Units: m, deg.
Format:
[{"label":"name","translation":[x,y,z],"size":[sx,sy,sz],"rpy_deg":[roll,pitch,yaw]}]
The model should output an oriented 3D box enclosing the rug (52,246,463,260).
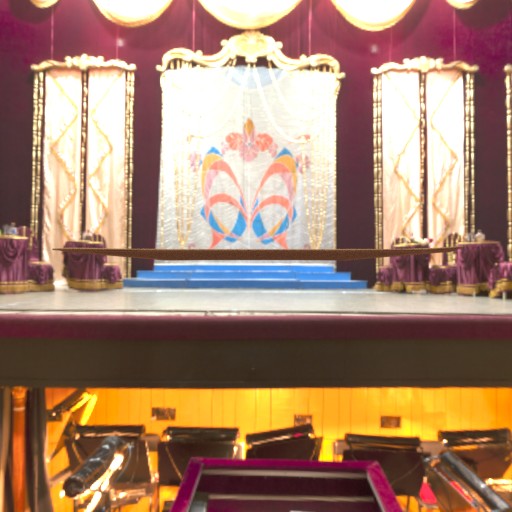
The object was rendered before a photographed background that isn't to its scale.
[{"label":"rug","translation":[0.000,0.000,3.889],"size":[2.277,0.035,2.897],"rpy_deg":[0,-2,0]}]
